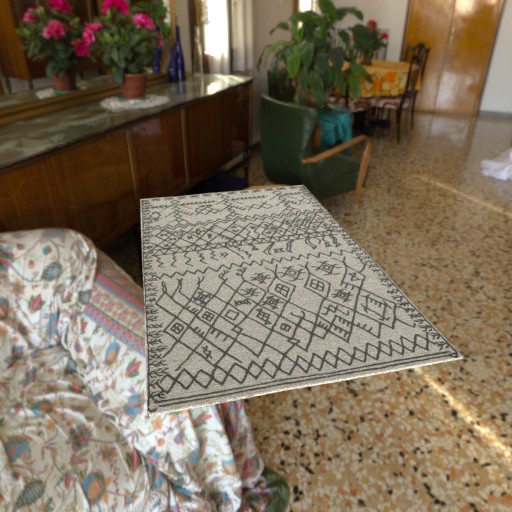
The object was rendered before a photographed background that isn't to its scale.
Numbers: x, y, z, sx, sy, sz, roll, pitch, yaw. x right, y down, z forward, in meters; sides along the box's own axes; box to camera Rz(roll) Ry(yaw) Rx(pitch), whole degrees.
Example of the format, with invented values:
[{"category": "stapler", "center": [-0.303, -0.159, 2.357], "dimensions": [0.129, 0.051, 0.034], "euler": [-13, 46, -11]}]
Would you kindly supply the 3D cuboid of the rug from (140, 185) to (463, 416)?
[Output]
[{"category": "rug", "center": [0.000, 0.000, 4.790], "dimensions": [2.393, 0.019, 3.824], "euler": [-7, 30, -12]}]
